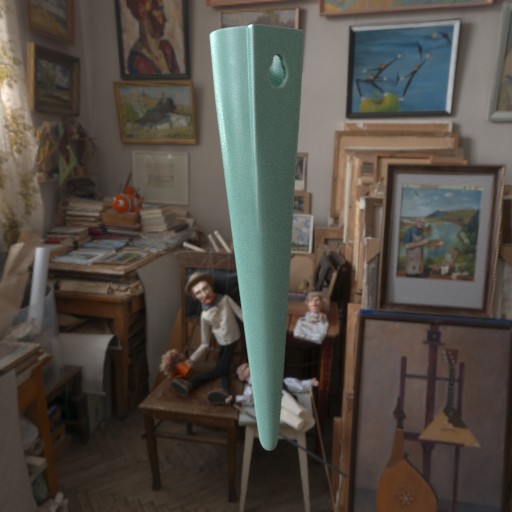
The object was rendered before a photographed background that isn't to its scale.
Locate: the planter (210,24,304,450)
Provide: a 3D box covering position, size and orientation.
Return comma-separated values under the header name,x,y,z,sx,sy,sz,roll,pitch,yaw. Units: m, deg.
name,x,y,z,sx,sy,sz,roll,pitch,yaw
planter,0.000,0.000,0.294,0.054,0.268,0.055,-7,16,-26
